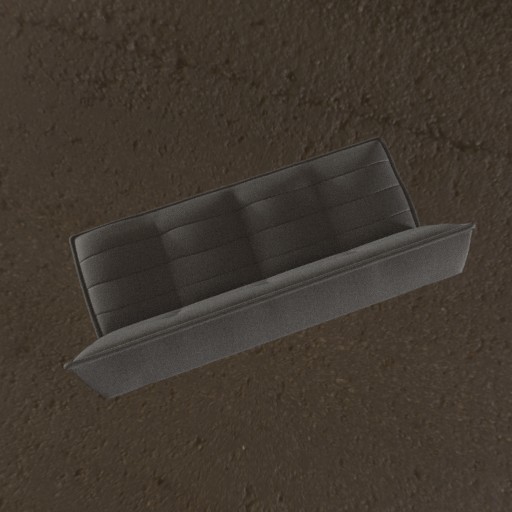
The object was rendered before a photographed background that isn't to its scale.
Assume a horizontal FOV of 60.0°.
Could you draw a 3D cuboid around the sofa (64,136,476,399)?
[{"bbox_3d":[0.000,0.000,2.443,1.940,0.890,0.950,-19,76,-5],"label":"sofa"}]
